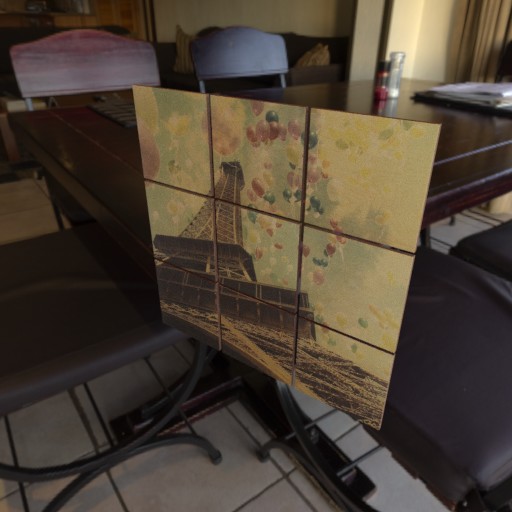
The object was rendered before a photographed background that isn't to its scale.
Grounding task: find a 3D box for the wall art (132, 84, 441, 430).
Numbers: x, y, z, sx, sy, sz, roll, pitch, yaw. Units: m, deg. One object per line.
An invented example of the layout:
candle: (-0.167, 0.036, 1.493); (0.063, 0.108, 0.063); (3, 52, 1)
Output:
wall art: (0.000, 0.000, 1.852); (1.256, 1.246, 0.017); (19, 34, 30)
